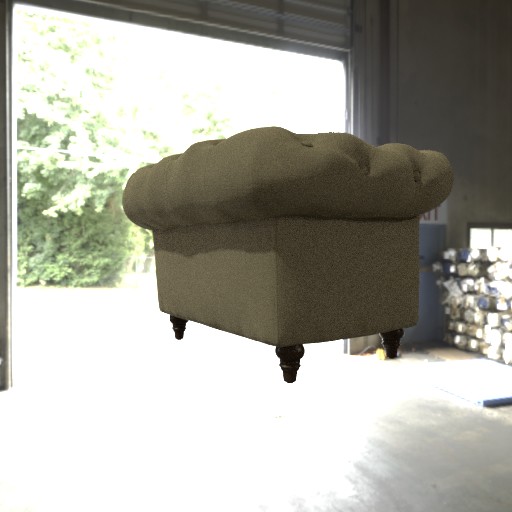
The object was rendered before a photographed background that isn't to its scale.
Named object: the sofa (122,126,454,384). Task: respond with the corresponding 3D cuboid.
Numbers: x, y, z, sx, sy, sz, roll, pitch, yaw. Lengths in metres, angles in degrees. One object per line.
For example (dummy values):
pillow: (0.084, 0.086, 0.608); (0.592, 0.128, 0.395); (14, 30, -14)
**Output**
sofa: (0.000, 0.000, 2.028); (1.034, 0.878, 1.405); (-1, 1, -35)
